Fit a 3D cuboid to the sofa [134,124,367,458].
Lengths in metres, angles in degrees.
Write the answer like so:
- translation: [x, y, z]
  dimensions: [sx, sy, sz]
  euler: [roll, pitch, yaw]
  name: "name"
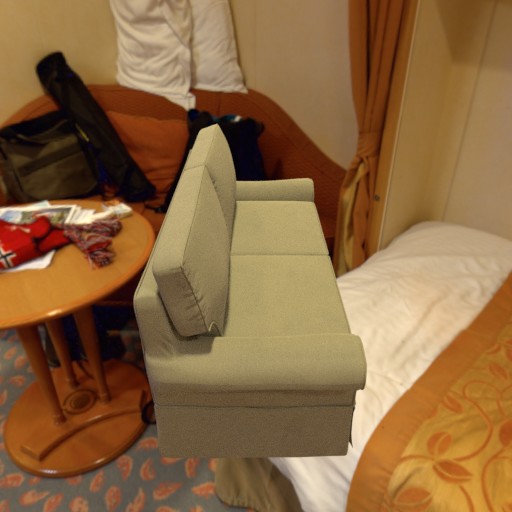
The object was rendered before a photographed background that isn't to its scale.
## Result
- translation: [0.000, 0.000, 2.358]
  dimensions: [0.841, 1.024, 1.823]
  euler: [0, 31, 0]
  name: "sofa"
